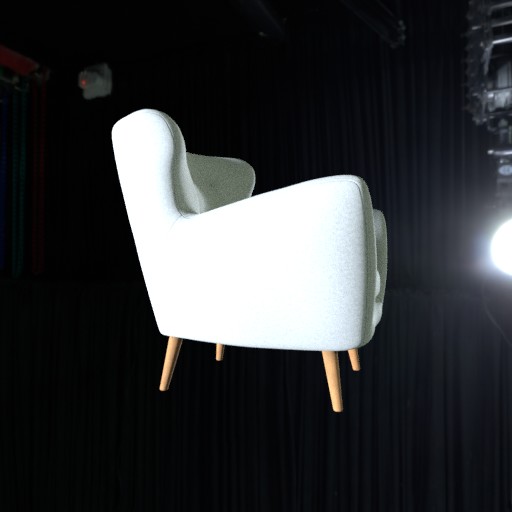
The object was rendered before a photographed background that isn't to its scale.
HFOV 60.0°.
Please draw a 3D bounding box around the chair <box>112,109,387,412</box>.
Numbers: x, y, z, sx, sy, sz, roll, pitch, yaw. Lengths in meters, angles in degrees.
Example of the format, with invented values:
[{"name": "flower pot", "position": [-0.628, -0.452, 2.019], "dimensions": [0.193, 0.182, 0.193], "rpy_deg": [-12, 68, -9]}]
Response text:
[{"name": "chair", "position": [0.000, 0.000, 1.614], "dimensions": [0.889, 0.889, 0.890], "rpy_deg": [0, 0, 19]}]
